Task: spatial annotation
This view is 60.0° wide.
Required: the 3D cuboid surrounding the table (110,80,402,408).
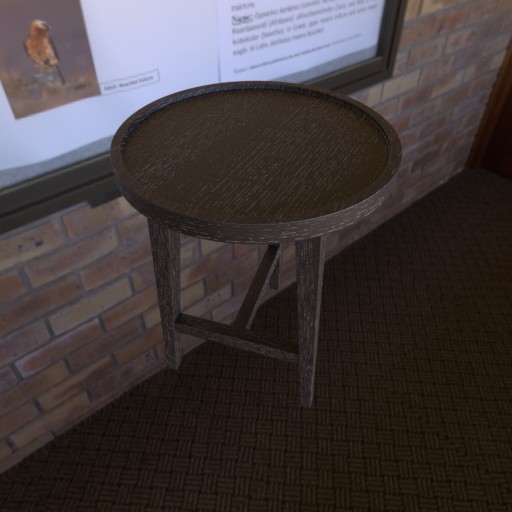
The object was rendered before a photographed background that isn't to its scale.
[{"bbox_3d":[0.000,0.000,0.777,0.399,0.460,0.399,0,43,0],"label":"table"}]
